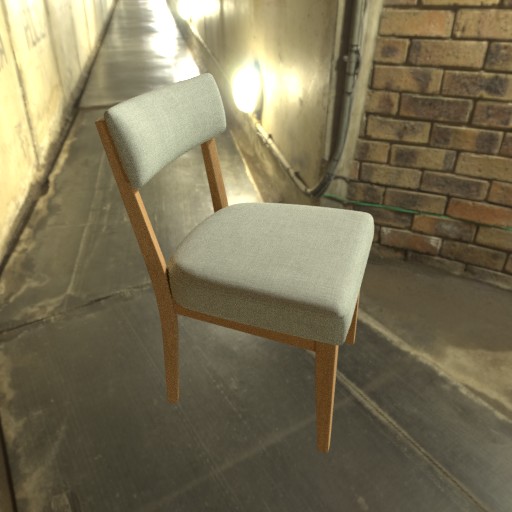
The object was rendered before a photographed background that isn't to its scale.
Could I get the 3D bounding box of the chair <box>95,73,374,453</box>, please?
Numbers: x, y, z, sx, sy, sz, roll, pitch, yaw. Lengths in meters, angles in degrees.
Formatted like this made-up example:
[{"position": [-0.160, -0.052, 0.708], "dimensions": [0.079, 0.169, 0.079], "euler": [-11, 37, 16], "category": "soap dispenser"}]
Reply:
[{"position": [0.000, 0.000, 1.191], "dimensions": [0.572, 0.832, 0.508], "euler": [10, 33, 16], "category": "chair"}]
